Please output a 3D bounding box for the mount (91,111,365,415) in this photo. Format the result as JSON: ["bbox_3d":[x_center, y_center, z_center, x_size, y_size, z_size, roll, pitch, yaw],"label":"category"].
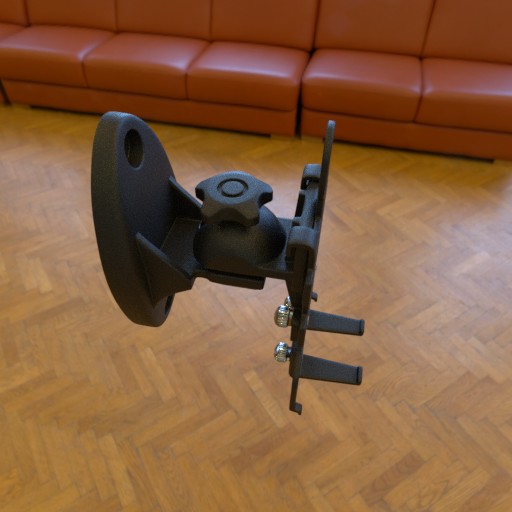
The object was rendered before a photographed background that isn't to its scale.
[{"bbox_3d":[0.000,0.000,0.173,0.100,0.118,0.066,8,46,8],"label":"mount"}]
